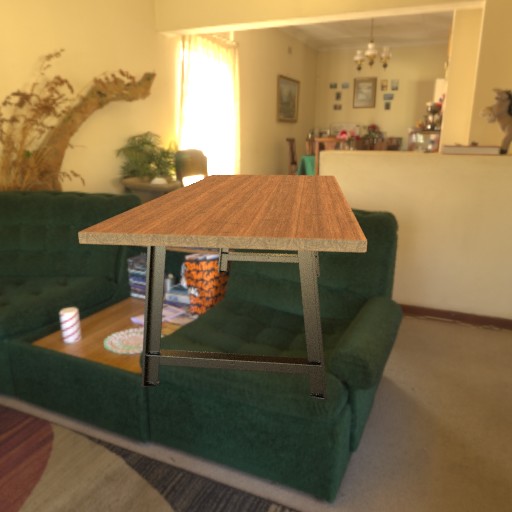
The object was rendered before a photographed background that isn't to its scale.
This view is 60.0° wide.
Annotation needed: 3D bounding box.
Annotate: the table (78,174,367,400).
[{"bbox_3d":[0.000,0.000,2.658,1.000,0.757,2.200,2,16,7],"label":"table"}]
